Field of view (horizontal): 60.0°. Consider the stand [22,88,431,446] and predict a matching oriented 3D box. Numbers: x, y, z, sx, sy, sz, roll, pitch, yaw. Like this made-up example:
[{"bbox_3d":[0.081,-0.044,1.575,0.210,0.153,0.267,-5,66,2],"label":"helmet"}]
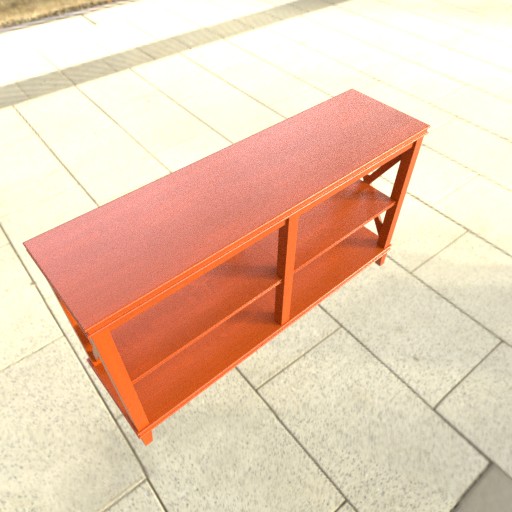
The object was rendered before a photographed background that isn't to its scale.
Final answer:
[{"bbox_3d":[0.000,0.000,1.704,1.372,0.762,0.381,-32,55,-26],"label":"stand"}]
